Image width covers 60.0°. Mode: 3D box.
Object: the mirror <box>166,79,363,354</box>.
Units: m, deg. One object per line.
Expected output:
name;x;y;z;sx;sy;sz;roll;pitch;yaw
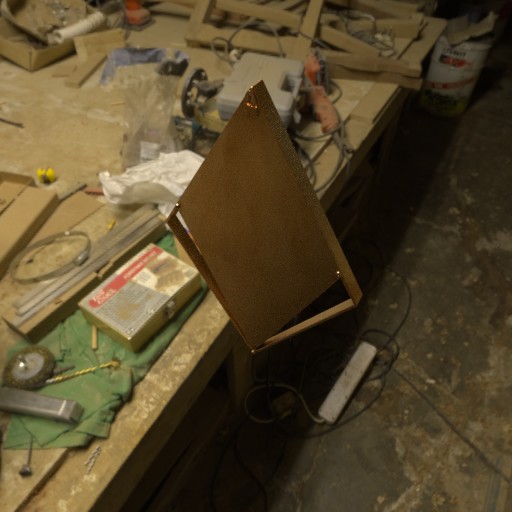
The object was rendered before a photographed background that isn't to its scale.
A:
mirror;0.000;0.000;0.844;0.419;0.679;0.032;24;51;21
